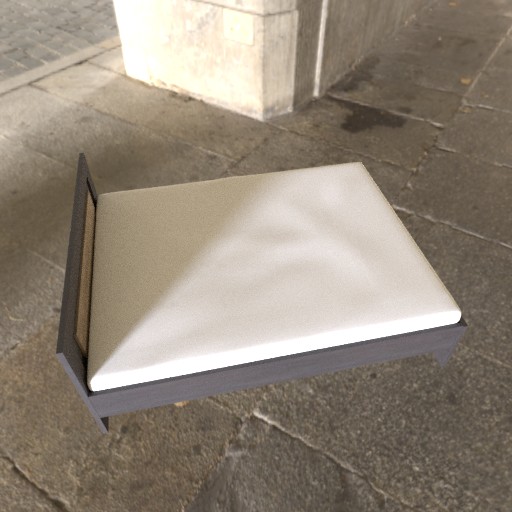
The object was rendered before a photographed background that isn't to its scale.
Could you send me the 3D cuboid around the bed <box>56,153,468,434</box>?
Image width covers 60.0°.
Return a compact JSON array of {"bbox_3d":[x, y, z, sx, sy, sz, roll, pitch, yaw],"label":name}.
[{"bbox_3d":[0.000,0.000,2.861,2.073,0.823,1.585,-9,46,-8],"label":"bed"}]
